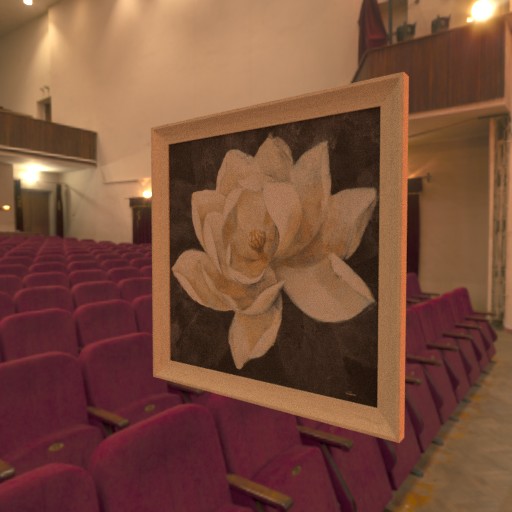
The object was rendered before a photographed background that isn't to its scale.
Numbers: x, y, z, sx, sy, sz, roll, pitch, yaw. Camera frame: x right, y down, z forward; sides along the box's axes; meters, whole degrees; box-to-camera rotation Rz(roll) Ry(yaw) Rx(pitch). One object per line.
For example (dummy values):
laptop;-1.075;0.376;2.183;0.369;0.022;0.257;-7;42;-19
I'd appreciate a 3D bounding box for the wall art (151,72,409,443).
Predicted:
wall art;0.000;0.000;1.528;1.016;1.016;0.045;2;3;36
